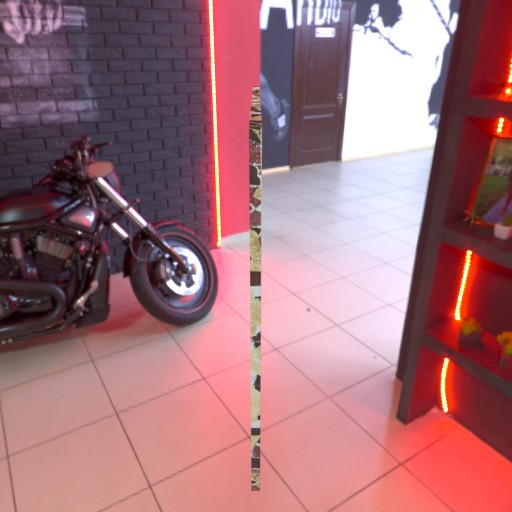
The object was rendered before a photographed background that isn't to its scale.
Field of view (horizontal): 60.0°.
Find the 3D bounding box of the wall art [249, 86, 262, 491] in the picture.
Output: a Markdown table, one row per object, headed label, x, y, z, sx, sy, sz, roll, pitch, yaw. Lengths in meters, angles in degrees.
| label | x | y | z | sx | sy | sz | roll | pitch | yaw |
| --- | --- | --- | --- | --- | --- | --- | --- | --- | --- |
| wall art | 0.000 | 0.000 | 0.605 | 0.010 | 0.406 | 0.404 | 0 | 25 | 0 |
